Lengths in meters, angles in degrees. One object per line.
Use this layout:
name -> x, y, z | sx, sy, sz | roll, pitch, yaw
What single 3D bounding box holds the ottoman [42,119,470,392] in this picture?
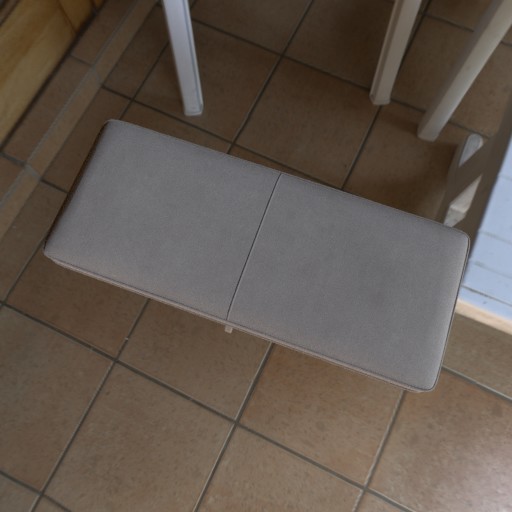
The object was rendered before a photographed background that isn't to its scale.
ottoman -> 0.000, 0.000, 2.034 | 1.726, 0.460, 0.735 | 19, 75, 5
